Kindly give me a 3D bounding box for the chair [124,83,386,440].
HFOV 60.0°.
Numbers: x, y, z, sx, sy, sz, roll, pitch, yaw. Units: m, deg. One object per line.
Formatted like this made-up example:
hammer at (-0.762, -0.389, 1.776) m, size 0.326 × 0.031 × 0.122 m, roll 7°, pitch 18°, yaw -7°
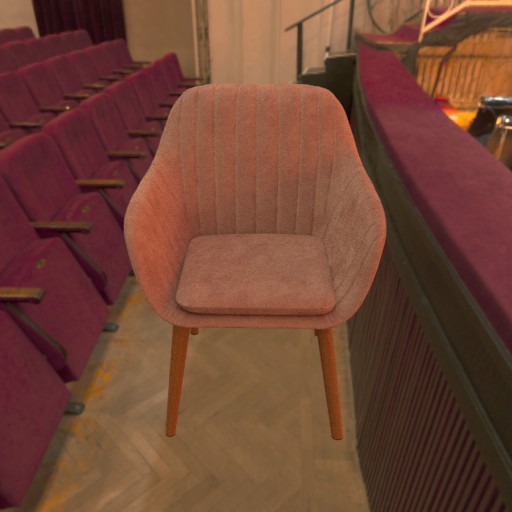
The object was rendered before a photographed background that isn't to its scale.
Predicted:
chair at (0.000, 0.000, 1.251) m, size 0.610 × 0.832 × 0.570 m, roll 1°, pitch 30°, yaw 1°
